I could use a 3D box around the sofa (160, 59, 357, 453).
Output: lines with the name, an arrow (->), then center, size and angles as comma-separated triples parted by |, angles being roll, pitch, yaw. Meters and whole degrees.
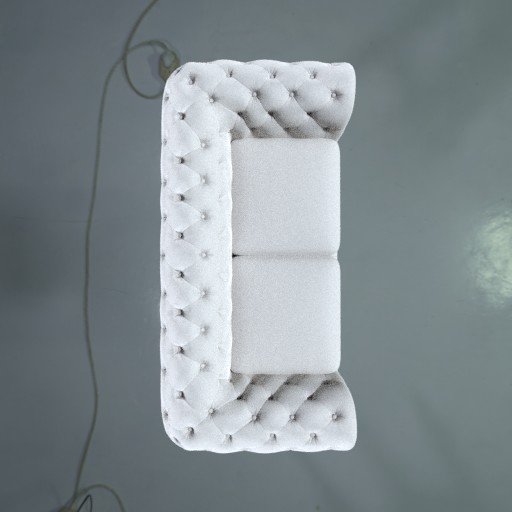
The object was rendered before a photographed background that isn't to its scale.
sofa -> 0.000, 0.000, 2.509 | 0.986, 0.764, 1.998 | 0, 89, -1
